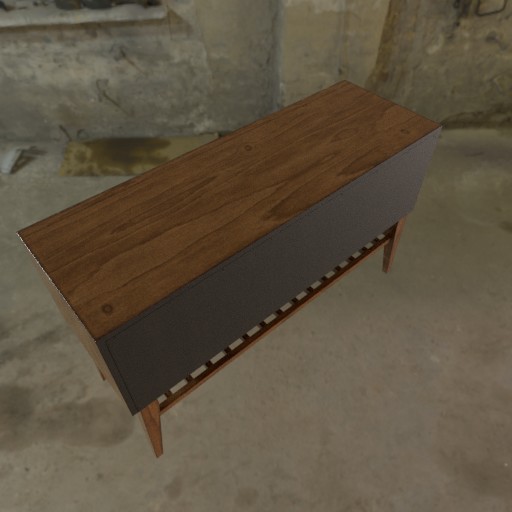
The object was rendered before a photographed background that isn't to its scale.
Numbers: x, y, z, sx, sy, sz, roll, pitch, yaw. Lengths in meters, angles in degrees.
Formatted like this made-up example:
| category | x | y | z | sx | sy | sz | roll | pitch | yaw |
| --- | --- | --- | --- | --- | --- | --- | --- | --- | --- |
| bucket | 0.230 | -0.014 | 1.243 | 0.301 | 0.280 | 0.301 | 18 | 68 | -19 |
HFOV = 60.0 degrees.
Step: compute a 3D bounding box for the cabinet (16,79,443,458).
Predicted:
| category | x | y | z | sx | sy | sz | roll | pitch | yaw |
| --- | --- | --- | --- | --- | --- | --- | --- | --- | --- |
| cabinet | 0.000 | 0.000 | 1.705 | 1.363 | 0.802 | 0.477 | -33 | 55 | -26 |
